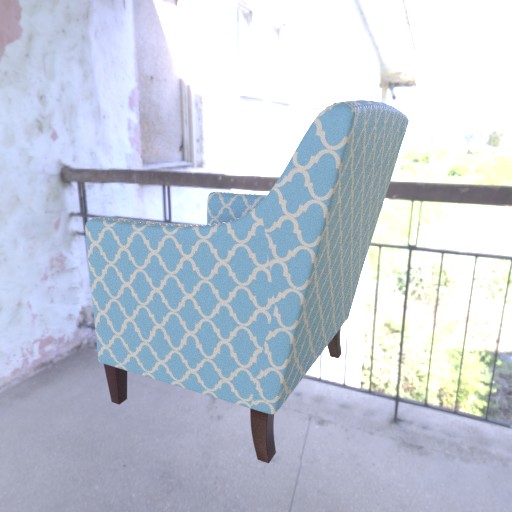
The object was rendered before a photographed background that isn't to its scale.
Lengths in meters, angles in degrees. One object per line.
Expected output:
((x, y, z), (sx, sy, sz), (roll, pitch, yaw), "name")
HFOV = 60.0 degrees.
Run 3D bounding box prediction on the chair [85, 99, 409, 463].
((0.000, 0.000, 1.270), (0.686, 0.817, 0.617), (8, 17, 26), "chair")
